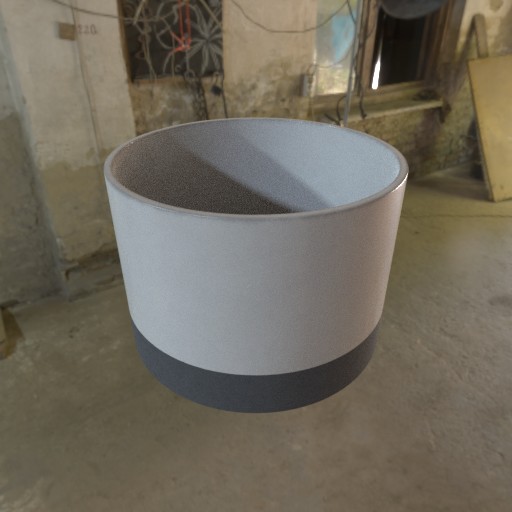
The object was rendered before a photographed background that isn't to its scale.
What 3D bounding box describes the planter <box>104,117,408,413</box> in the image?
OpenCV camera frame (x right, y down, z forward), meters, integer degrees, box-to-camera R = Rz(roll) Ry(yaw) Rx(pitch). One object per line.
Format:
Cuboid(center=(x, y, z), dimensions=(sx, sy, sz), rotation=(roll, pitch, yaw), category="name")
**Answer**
Cuboid(center=(0.000, 0.000, 0.221), dimensions=(0.128, 0.105, 0.128), rotation=(0, 31, 0), category="planter")
